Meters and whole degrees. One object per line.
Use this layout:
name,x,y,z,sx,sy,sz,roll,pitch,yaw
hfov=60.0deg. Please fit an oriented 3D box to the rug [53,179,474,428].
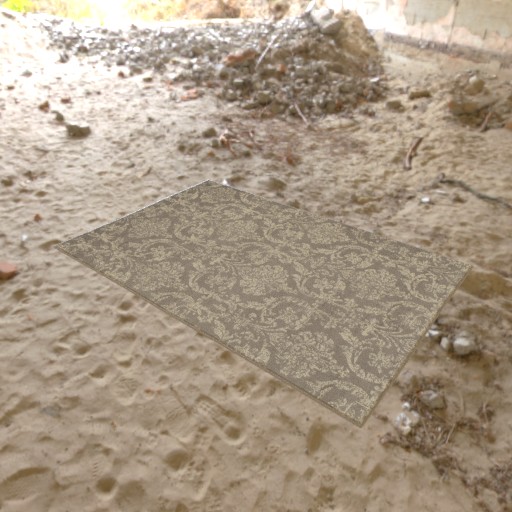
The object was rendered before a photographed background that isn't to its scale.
rug,0.000,0.000,3.458,2.746,0.018,1.819,23,38,32
